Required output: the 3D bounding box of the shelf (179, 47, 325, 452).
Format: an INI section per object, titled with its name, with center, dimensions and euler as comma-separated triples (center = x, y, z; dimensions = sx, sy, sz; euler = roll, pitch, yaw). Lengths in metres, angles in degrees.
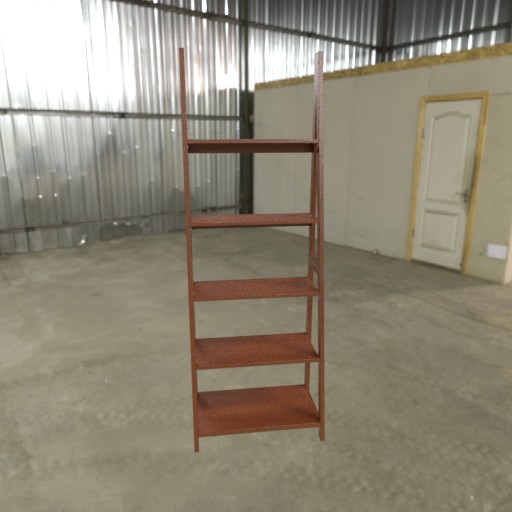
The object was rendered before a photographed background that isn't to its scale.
[shelf]
center = 0.000, 0.000, 2.034
dimensions = 0.630, 1.780, 0.356
euler = -2, 16, -7
